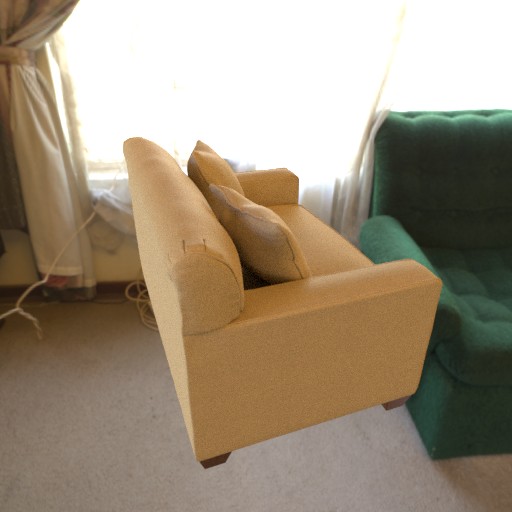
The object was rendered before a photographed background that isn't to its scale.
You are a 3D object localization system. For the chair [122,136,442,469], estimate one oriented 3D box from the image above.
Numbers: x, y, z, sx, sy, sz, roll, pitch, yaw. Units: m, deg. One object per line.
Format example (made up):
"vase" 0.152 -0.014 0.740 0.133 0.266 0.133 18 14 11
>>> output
"chair" 0.000 0.000 2.077 1.000 0.948 1.383 -10 31 -18
